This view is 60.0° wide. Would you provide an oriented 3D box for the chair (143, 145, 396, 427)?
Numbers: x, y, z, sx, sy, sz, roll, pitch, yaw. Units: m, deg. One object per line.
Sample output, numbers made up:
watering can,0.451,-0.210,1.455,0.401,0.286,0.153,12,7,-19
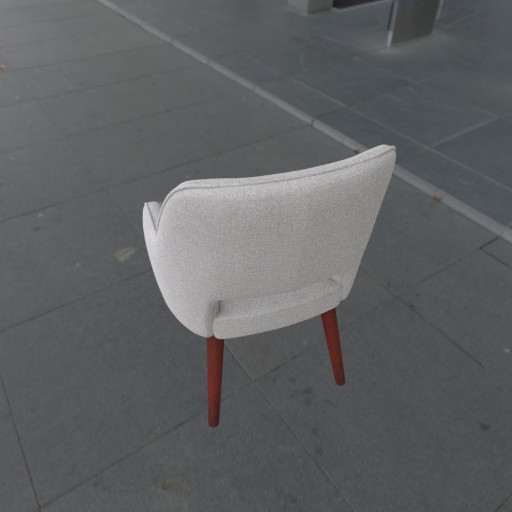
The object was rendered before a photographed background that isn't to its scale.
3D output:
chair,0.000,0.000,1.226,0.560,0.840,0.580,-13,44,-14
